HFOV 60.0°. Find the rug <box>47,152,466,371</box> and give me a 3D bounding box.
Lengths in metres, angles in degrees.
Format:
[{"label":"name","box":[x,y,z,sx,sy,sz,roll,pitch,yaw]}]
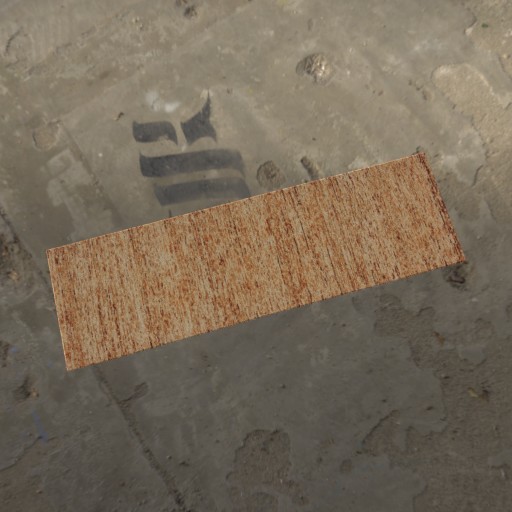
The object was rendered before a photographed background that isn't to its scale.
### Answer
[{"label":"rug","box":[0.000,0.000,2.465,2.237,0.014,0.680,-15,78,-3]}]
